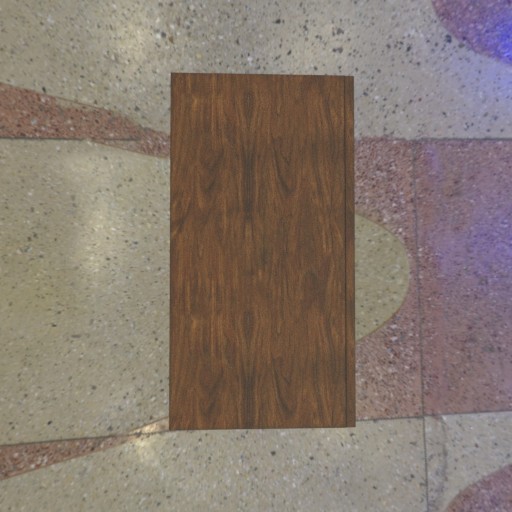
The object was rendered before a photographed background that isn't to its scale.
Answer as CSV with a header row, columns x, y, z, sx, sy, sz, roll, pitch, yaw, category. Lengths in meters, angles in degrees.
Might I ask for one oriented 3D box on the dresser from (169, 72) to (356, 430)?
x,y,z,sx,sy,sz,roll,pitch,yaw,category
0.000,0.000,1.829,0.498,1.365,0.919,0,89,-2,dresser
